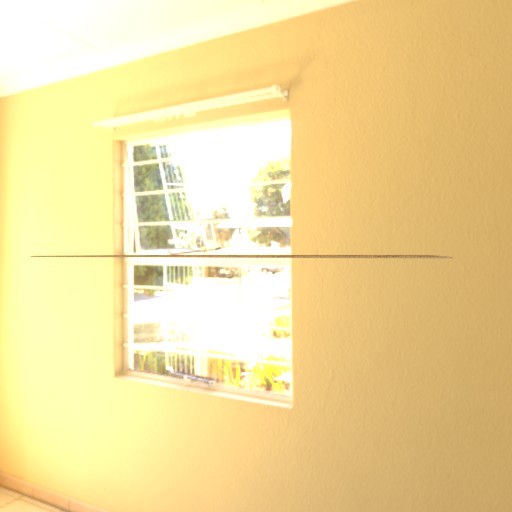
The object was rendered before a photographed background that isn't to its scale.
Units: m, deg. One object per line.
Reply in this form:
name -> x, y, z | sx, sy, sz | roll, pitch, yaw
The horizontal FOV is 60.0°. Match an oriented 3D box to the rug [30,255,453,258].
rug -> 0.000, 0.000, 2.956 | 2.284, 0.008, 1.522 | 0, 0, 18
